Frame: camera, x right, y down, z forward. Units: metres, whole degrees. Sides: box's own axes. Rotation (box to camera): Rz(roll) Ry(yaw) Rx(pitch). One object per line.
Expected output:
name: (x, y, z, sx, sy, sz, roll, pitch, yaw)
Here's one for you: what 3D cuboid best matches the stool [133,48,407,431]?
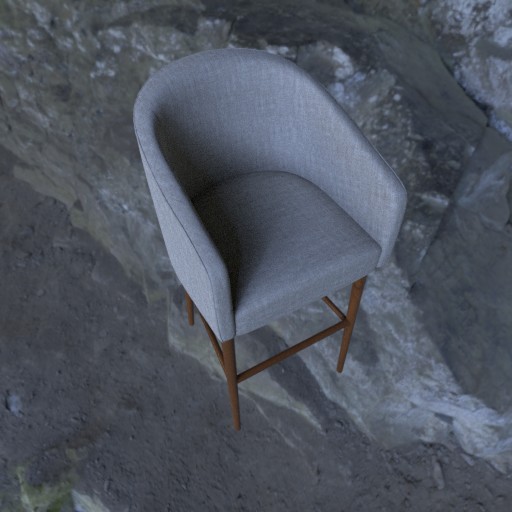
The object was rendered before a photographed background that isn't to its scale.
stool: (0.000, 0.000, 1.425, 0.559, 1.078, 0.607, -23, 51, -20)
